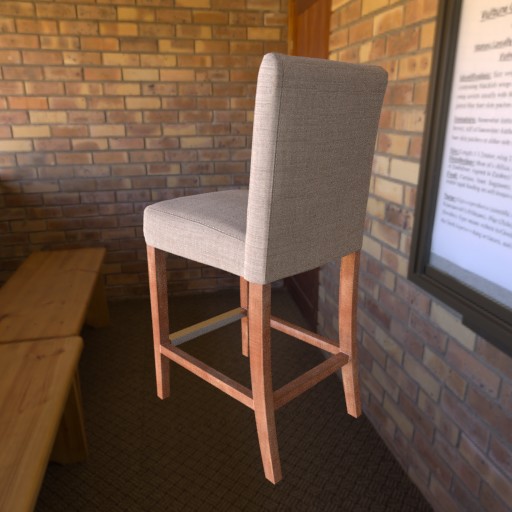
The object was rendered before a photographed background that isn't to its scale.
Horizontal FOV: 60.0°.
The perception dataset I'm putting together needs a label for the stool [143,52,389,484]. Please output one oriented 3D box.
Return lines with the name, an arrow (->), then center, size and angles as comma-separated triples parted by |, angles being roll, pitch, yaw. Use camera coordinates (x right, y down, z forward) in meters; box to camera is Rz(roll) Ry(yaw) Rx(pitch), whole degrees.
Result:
stool -> 0.000, 0.000, 1.322 | 0.454, 1.039, 0.567 | -17, 24, -42
